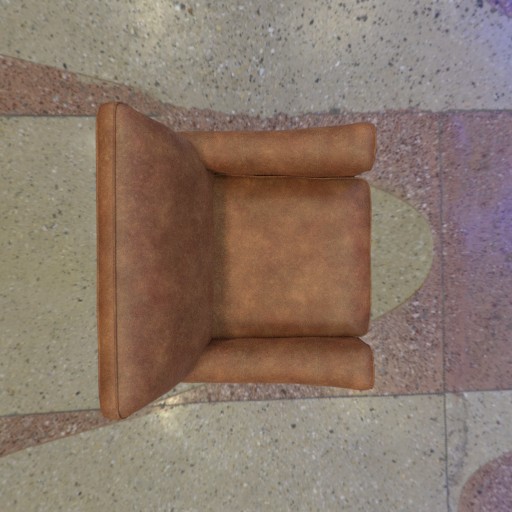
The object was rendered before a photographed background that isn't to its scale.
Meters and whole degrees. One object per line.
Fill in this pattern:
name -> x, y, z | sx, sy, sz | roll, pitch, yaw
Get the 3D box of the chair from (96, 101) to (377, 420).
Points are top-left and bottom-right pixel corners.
chair -> 0.000, 0.000, 1.583 | 0.823, 0.943, 0.870 | 0, 92, 0
